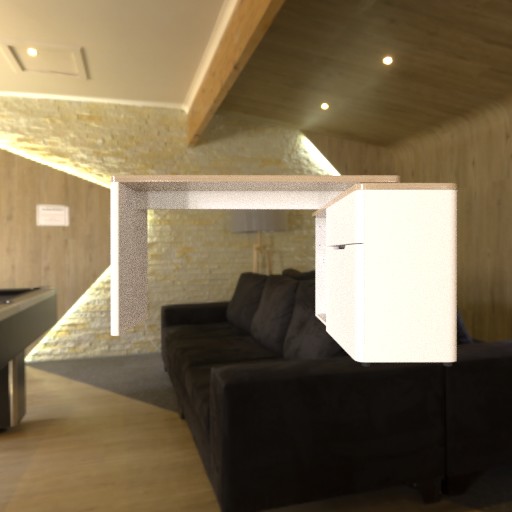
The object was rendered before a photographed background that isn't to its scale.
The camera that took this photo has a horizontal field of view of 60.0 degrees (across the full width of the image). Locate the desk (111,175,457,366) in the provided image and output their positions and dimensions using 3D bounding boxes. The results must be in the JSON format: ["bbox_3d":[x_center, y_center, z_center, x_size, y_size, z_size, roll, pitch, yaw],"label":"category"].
[{"bbox_3d":[0.000,0.000,2.105,1.400,0.770,1.175,0,0,-1],"label":"desk"}]
